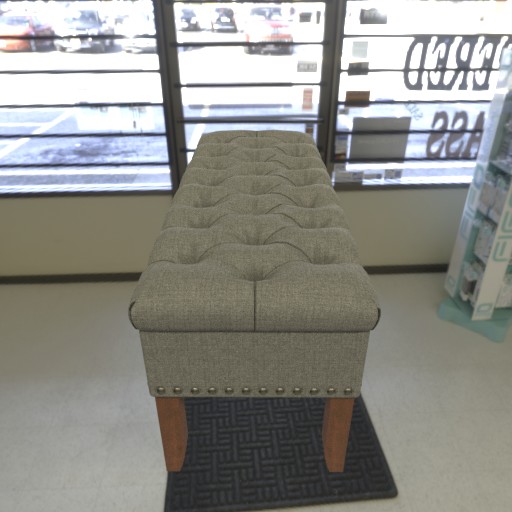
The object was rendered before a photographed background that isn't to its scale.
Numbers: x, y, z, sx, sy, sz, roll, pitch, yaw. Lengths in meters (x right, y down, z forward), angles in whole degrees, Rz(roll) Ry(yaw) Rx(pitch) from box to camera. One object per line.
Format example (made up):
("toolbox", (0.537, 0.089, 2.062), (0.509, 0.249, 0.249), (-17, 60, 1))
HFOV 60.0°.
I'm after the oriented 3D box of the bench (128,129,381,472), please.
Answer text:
("bench", (0.000, 0.000, 1.260), (0.417, 0.470, 1.052), (0, 30, 0))
